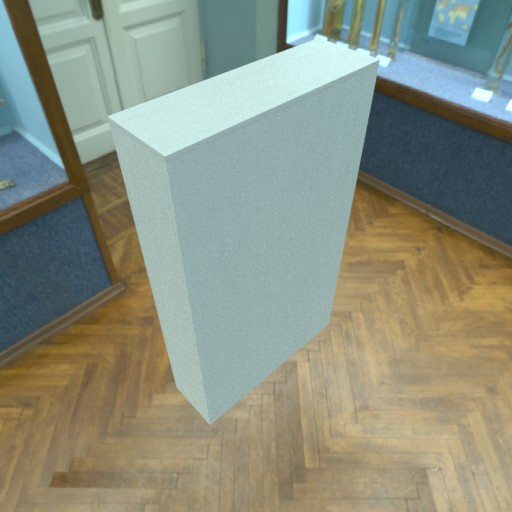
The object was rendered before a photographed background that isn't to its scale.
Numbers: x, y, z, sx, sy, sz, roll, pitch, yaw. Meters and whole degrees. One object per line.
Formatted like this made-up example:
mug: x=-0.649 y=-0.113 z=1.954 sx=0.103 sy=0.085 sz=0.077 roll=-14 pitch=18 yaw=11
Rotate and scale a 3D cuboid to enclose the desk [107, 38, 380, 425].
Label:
desk: x=0.000 y=0.000 z=1.619 sx=0.750 sy=1.280 sz=0.250 roll=-33 pitch=54 yaw=-29
